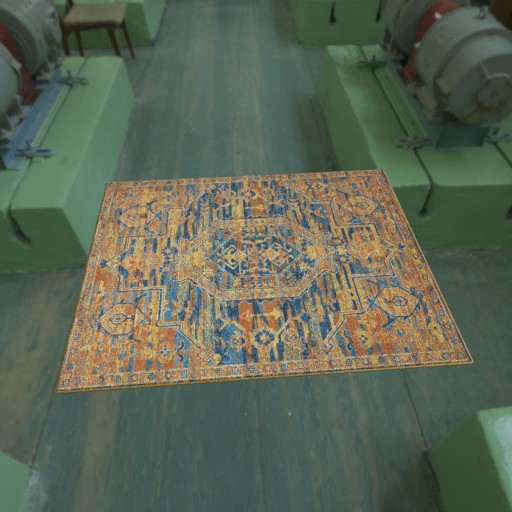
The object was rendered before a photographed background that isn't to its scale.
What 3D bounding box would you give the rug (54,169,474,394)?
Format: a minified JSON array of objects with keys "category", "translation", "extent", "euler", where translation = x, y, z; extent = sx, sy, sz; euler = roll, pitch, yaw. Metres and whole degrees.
[{"category":"rug","translation":[0.000,0.000,4.024],"extent":[3.040,0.031,2.435],"euler":[-3,46,-3]}]
